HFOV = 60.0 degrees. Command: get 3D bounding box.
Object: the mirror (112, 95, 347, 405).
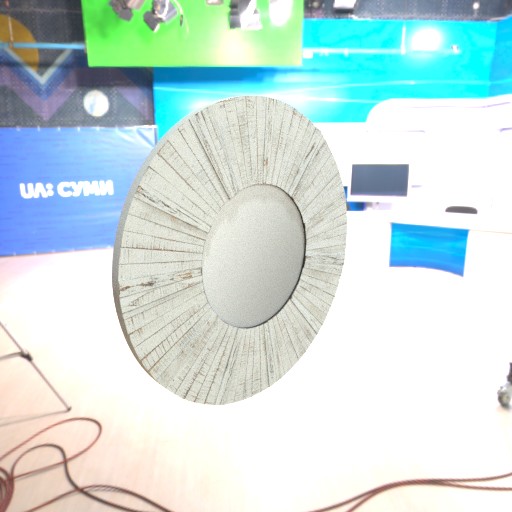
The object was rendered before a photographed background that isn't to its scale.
[{"bbox_3d":[0.000,0.000,1.341,0.914,0.914,0.038,-14,20,-43],"label":"mirror"}]
